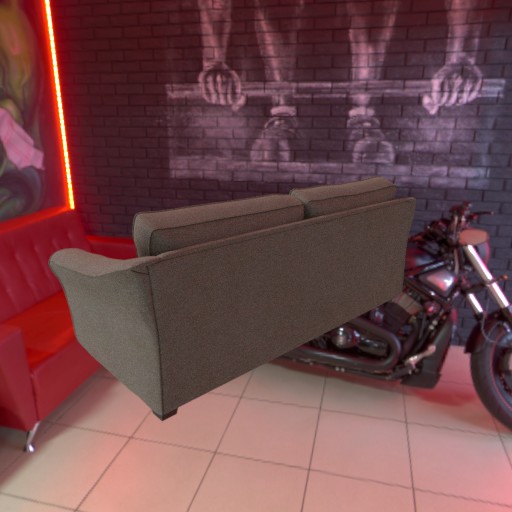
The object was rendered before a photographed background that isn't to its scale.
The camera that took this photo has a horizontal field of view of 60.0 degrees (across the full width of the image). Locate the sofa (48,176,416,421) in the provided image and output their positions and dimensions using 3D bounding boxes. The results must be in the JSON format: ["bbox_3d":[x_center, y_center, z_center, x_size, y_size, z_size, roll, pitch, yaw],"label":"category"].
[{"bbox_3d":[0.000,0.000,2.823,2.270,0.906,0.986,-16,23,-41],"label":"sofa"}]
